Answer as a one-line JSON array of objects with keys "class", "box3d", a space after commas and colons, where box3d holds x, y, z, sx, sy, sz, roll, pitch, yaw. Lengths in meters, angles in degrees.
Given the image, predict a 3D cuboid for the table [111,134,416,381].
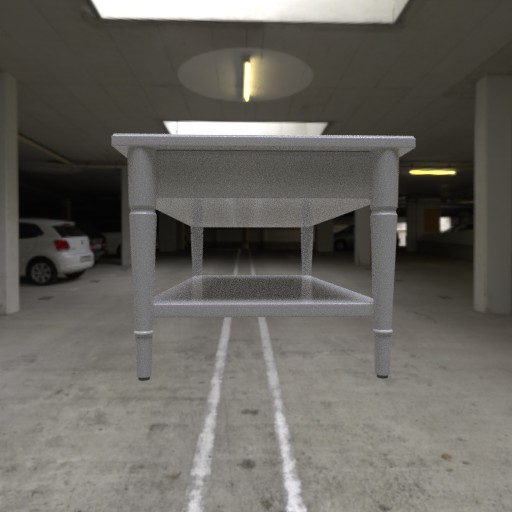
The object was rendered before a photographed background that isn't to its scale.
[{"class": "table", "box3d": [0.000, 0.000, 1.349, 0.559, 0.457, 1.067, 0, 1, -2]}]
